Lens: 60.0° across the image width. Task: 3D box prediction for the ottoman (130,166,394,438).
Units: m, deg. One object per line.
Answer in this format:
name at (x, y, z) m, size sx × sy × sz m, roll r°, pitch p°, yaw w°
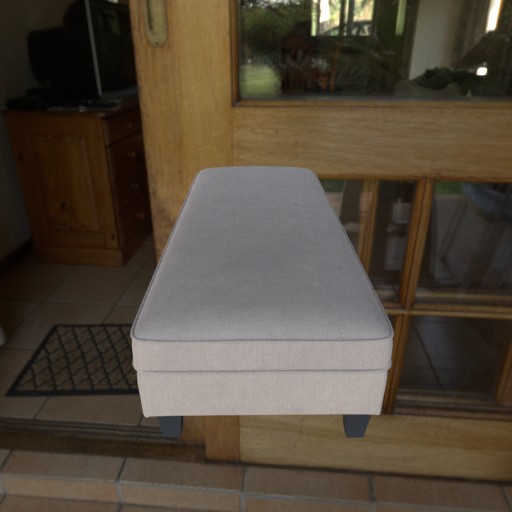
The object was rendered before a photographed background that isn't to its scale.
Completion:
ottoman at (0.000, 0.000, 1.973) m, size 0.735 × 0.460 × 1.726 m, roll 0°, pitch 25°, yaw -1°
